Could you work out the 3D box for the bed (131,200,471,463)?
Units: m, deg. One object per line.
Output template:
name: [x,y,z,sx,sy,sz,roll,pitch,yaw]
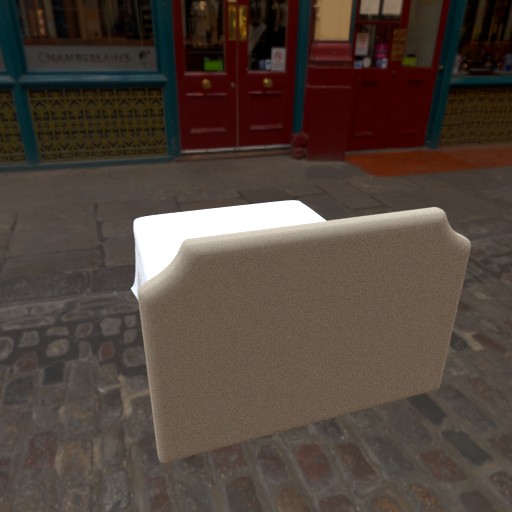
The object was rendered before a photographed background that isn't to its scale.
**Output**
bed: [0.000,0.000,3.315,1.828,1.301,2.204,-8,27,-17]
